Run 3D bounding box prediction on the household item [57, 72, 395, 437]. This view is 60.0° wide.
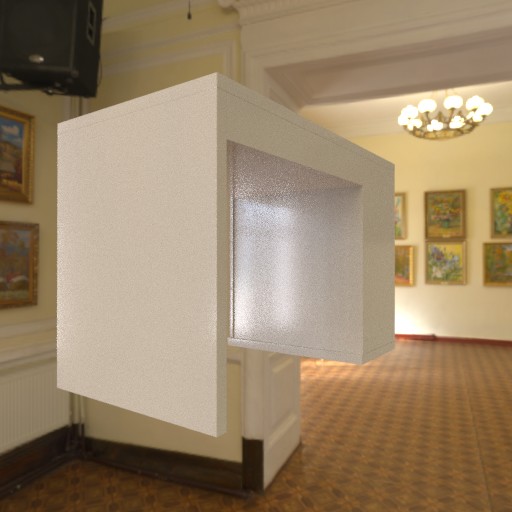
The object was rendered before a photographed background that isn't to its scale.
[{"bbox_3d":[0.000,0.000,1.527,0.597,0.749,1.100,0,0,36],"label":"household item"}]
